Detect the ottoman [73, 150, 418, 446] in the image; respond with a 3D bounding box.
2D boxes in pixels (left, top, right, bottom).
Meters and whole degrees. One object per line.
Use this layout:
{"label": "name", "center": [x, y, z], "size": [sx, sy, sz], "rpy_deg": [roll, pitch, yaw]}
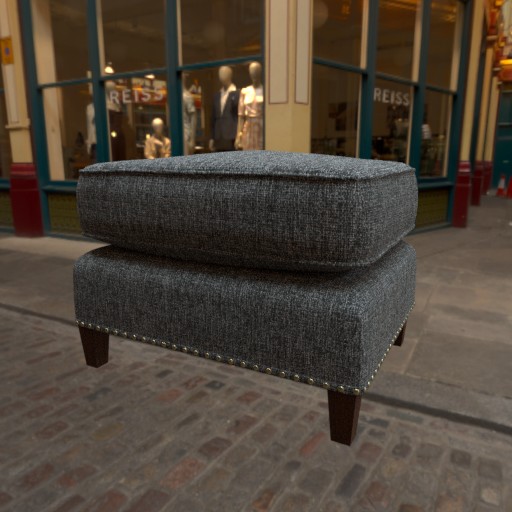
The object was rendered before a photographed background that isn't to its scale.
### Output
{"label": "ottoman", "center": [0.000, 0.000, 1.155], "size": [0.738, 0.537, 0.589], "rpy_deg": [7, 15, 27]}
